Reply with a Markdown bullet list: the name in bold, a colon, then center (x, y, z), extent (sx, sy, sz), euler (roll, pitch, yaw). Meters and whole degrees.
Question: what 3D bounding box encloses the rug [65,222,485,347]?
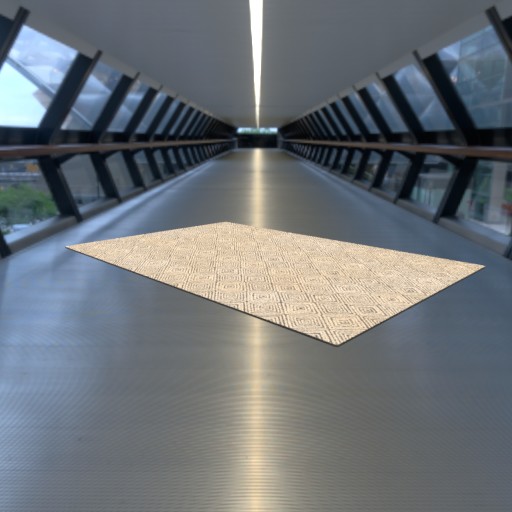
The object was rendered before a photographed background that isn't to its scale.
- **rug**: center (0.000, 0.000, 2.222), extent (1.783, 0.008, 1.175), euler (13, 19, 43)
